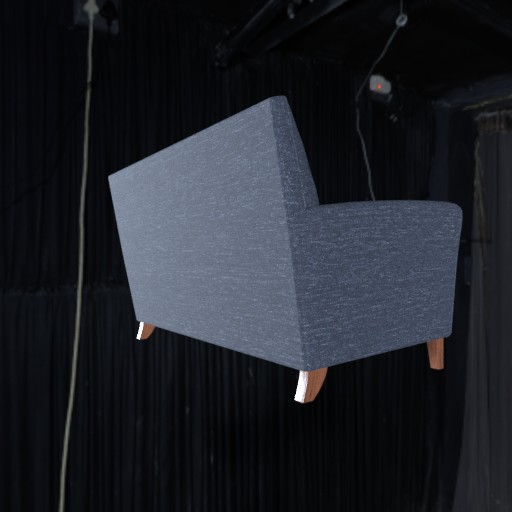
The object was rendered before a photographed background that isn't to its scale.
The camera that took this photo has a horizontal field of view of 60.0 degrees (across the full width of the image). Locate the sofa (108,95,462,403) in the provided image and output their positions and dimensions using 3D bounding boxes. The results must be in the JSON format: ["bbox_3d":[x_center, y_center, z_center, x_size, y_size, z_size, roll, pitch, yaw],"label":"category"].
[{"bbox_3d":[0.000,0.000,1.947,0.875,0.846,1.420,0,-1,-36],"label":"sofa"}]
